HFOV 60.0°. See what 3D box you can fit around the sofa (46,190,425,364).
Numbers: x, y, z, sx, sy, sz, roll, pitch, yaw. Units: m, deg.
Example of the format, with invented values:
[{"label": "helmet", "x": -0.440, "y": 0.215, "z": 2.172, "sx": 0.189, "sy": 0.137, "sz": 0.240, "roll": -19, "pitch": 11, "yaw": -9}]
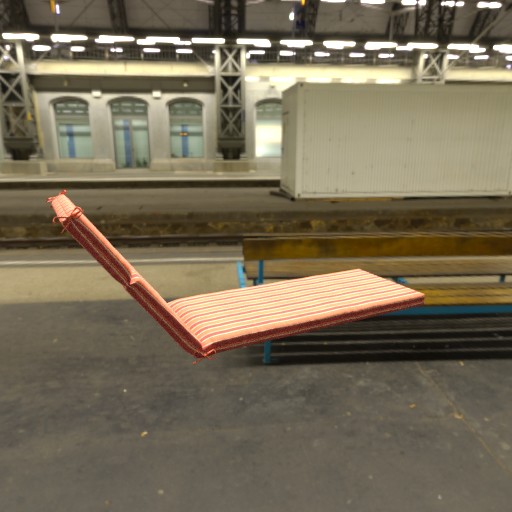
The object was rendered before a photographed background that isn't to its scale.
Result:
[{"label": "sofa", "x": 0.000, "y": 0.000, "z": 2.015, "sx": 1.663, "sy": 0.622, "sz": 0.582, "roll": -8, "pitch": 17, "yaw": -26}]
